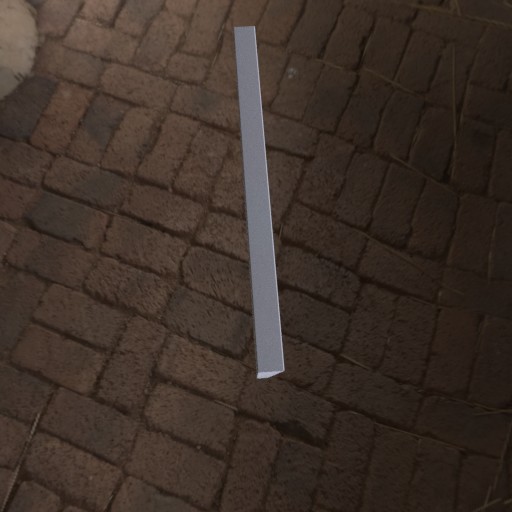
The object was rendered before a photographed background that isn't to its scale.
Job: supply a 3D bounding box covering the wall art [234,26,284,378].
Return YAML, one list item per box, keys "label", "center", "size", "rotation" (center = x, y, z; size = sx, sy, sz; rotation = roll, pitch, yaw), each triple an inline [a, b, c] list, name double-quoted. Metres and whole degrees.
- label: "wall art"
  center: [0.000, 0.000, 1.165]
  size: [0.039, 0.915, 0.612]
  rotation: [-4, 74, -1]
